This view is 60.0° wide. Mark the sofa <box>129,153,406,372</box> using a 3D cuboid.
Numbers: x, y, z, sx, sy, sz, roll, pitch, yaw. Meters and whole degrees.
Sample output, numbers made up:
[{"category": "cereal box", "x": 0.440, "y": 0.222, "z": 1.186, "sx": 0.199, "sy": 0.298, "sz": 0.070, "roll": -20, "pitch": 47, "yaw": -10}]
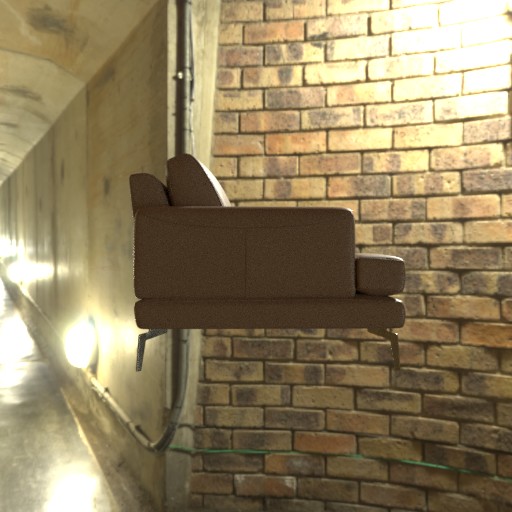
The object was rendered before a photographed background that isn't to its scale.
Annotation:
[{"category": "sofa", "x": 0.000, "y": 0.000, "z": 2.420, "sx": 0.974, "sy": 0.765, "sz": 1.940, "roll": 0, "pitch": 0, "yaw": -1}]
